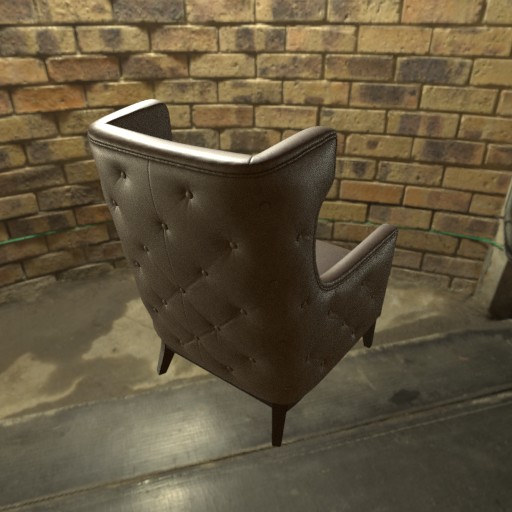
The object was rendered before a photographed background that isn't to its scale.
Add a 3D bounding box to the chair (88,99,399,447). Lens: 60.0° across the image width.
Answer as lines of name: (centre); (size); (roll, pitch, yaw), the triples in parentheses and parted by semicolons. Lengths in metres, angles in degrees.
chair: (0.000, 0.000, 1.636); (0.769, 1.079, 0.899); (20, 35, 31)
